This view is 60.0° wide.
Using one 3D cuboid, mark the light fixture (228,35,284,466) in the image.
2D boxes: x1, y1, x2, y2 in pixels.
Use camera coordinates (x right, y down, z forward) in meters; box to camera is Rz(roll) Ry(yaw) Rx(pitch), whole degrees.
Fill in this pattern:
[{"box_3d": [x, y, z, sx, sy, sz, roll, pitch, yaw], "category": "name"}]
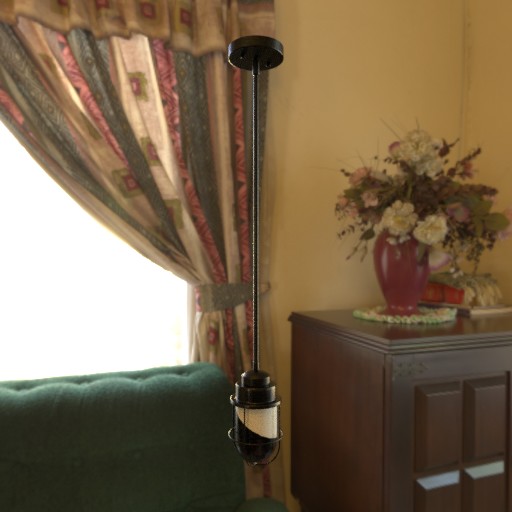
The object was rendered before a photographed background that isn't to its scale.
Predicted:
[{"box_3d": [0.000, 0.000, 0.982, 0.123, 0.920, 0.123, 0, -1, -37], "category": "light fixture"}]
